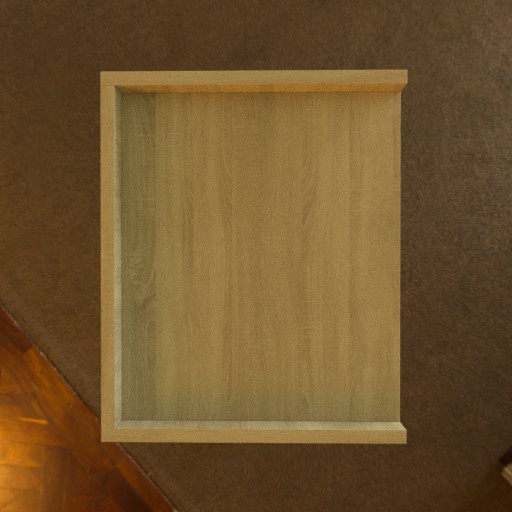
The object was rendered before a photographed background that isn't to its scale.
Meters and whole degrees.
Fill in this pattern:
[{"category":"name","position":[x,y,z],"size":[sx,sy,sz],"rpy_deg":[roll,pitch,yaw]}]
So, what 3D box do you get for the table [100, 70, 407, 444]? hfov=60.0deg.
[{"category":"table","position":[0.000,0.000,0.771],"size":[0.370,0.470,0.450],"rpy_deg":[0,90,1]}]
